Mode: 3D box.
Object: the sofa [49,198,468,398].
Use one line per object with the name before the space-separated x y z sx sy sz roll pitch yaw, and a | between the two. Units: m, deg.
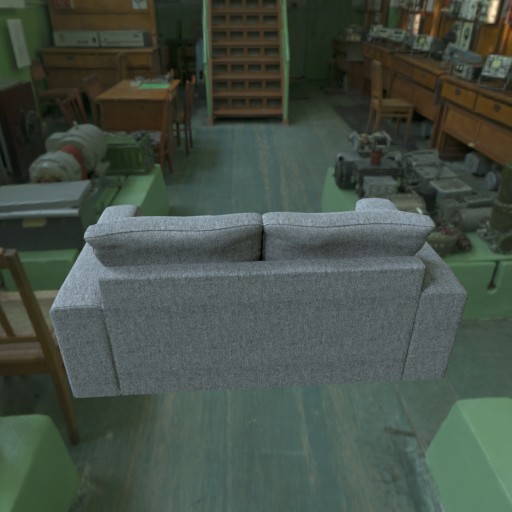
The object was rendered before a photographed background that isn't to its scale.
sofa | 0.000 0.000 2.360 1.758 0.877 1.094 -2 30 -3
